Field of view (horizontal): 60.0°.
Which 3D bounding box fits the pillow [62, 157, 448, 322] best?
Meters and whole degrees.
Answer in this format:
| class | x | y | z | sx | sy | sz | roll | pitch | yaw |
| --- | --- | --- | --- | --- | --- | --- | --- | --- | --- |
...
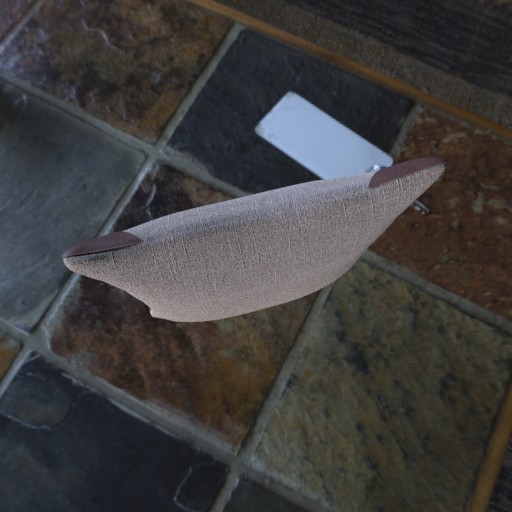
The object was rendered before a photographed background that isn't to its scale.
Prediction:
| class | x | y | z | sx | sy | sz | roll | pitch | yaw |
| --- | --- | --- | --- | --- | --- | --- | --- | --- | --- |
| pillow | 0.000 | 0.000 | 0.690 | 0.437 | 0.448 | 0.147 | -16 | 76 | -4 |
